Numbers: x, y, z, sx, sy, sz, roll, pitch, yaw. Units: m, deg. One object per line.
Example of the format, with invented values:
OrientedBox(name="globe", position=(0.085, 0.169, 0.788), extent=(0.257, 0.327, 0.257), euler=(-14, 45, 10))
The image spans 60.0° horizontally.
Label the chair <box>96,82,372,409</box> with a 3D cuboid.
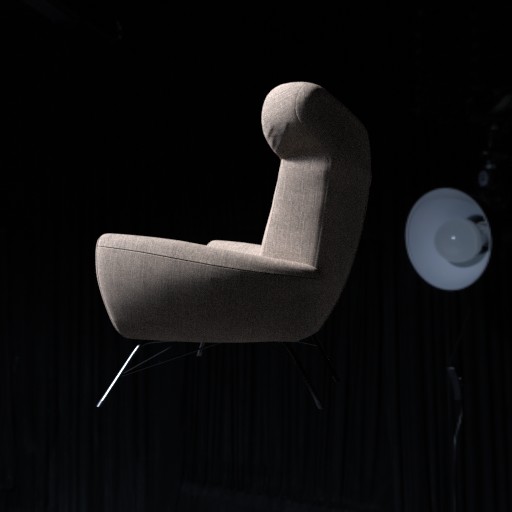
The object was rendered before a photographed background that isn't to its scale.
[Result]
OrientedBox(name="chair", position=(0.000, 0.000, 1.786), extent=(0.900, 1.040, 0.980), euler=(0, 0, 19))
